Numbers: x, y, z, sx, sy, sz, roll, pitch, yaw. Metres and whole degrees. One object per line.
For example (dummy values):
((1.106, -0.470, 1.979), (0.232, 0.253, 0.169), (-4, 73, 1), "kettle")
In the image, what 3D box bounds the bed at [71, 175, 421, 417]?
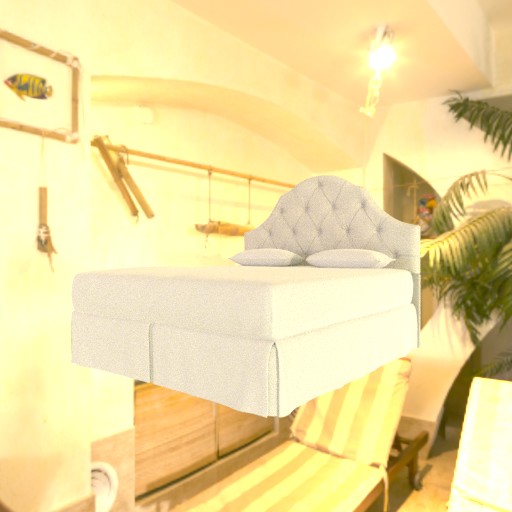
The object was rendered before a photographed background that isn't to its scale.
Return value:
((0.000, 0.000, 3.626), (2.008, 1.615, 2.214), (0, 0, 38), "bed")
